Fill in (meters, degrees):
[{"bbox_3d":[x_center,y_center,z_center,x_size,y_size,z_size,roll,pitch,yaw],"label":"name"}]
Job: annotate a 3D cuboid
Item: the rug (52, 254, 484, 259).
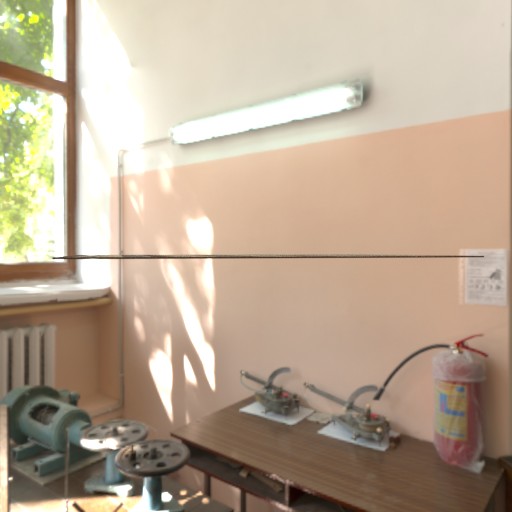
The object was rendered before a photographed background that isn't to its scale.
[{"bbox_3d":[0.000,0.000,2.343,1.829,0.008,1.219,0,1,-18],"label":"rug"}]
